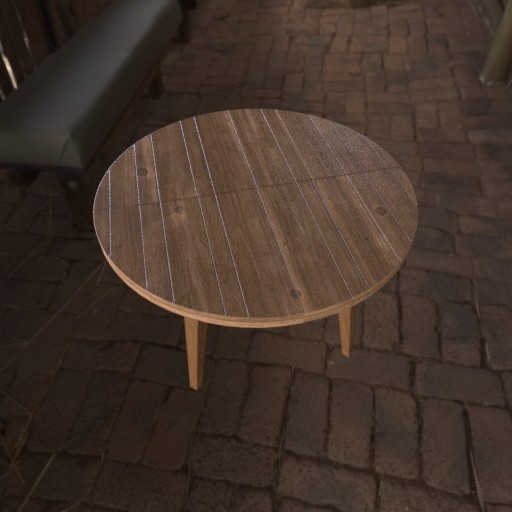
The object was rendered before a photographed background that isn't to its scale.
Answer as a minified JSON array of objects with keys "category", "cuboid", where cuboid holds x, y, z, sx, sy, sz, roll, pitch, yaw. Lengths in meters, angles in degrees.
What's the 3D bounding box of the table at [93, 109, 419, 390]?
[{"category":"table","cuboid":[0.000,0.000,1.982,1.213,0.764,1.213,0,47,0]}]
